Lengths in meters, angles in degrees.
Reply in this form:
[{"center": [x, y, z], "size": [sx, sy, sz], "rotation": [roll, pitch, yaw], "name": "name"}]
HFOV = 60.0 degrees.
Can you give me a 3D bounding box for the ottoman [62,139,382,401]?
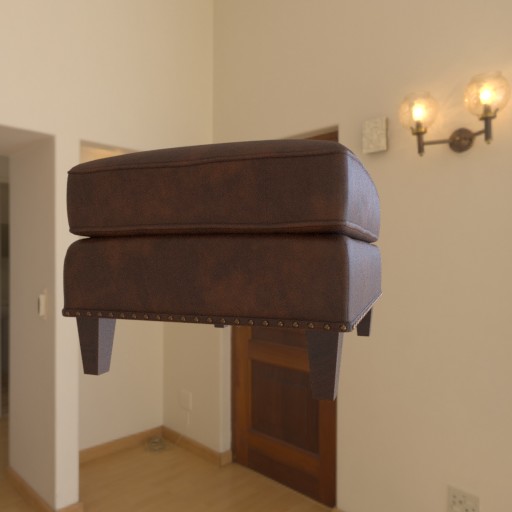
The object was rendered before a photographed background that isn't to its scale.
[{"center": [0.000, 0.000, 1.141], "size": [0.586, 0.486, 0.742], "rotation": [0, 0, 20], "name": "ottoman"}]
